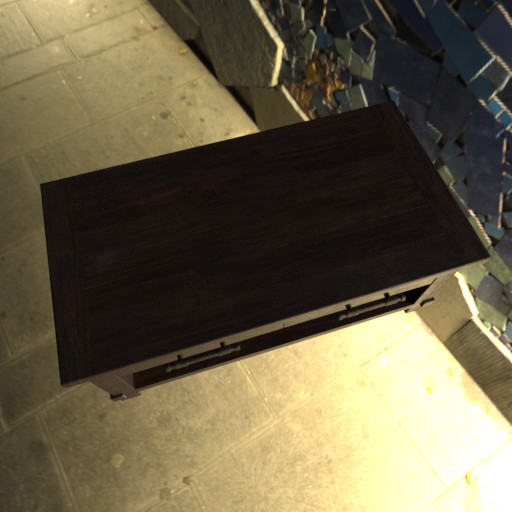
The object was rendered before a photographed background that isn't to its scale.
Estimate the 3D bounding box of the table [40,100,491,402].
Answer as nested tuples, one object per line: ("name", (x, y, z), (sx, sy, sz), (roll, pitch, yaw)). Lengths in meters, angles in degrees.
("table", (0.000, 0.000, 1.602), (1.270, 0.494, 0.700), (-15, 64, -8))
